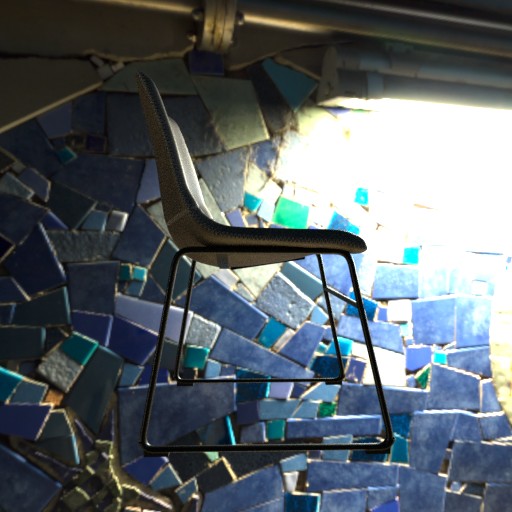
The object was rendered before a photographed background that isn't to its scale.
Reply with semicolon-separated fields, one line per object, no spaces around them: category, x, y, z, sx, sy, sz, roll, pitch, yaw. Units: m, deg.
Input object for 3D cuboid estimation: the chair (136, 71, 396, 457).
chair;0.000;0.000;1.093;0.550;0.780;0.460;0;2;-2
